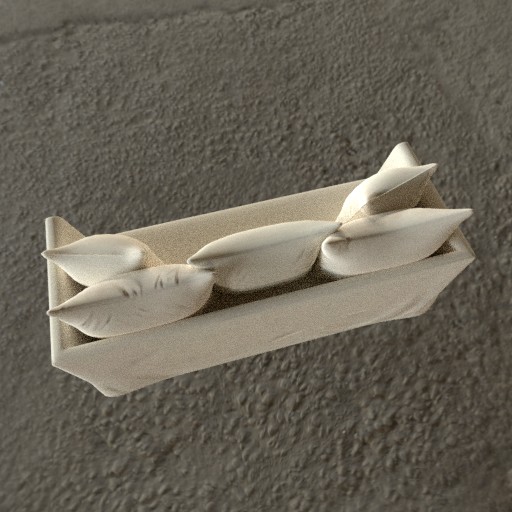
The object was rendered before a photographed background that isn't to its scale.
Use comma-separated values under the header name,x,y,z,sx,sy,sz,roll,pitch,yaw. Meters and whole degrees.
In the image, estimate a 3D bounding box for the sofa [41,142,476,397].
name,x,y,z,sx,sy,sz,roll,pitch,yaw
sofa,0.000,0.000,2.901,2.484,1.042,1.030,-13,61,-8
